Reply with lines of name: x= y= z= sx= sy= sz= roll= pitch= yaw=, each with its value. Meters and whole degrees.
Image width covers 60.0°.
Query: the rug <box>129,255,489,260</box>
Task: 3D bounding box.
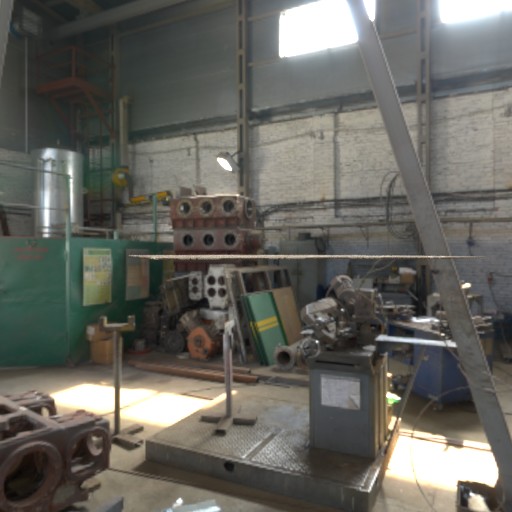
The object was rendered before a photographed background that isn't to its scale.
rug: x=0.000 y=0.000 z=2.179 sx=1.142 sy=0.010 sz=1.748 roll=0 pitch=0 yaw=-18
